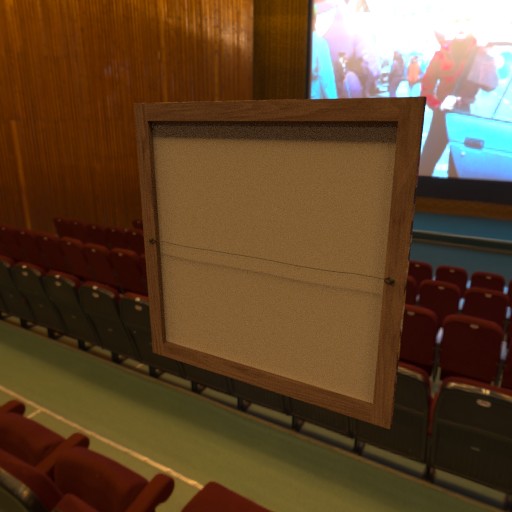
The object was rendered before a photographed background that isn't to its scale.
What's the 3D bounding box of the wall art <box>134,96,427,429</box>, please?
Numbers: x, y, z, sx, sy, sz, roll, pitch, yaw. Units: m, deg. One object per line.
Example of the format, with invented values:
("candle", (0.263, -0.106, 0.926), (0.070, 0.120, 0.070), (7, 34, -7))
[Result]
("wall art", (0.000, 0.000, 1.150), (0.757, 0.762, 0.028), (9, 19, 28))
